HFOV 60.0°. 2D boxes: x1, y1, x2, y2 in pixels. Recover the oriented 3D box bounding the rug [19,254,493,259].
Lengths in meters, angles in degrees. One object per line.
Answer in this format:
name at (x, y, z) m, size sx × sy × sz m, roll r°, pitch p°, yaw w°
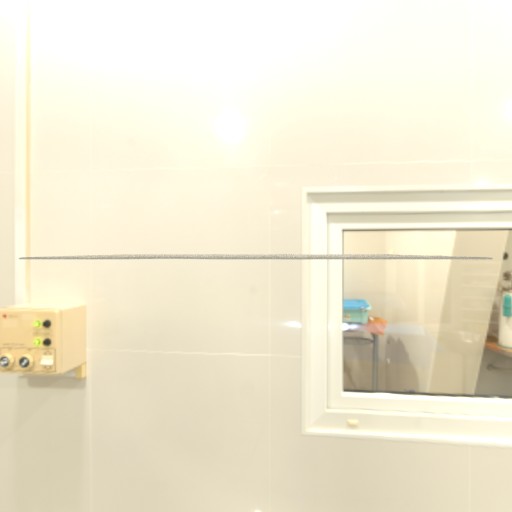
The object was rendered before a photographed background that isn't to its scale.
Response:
rug at (0.000, 0.000, 4.347) m, size 3.359 × 0.020 × 2.448 m, roll 0°, pitch 1°, yaw 0°
